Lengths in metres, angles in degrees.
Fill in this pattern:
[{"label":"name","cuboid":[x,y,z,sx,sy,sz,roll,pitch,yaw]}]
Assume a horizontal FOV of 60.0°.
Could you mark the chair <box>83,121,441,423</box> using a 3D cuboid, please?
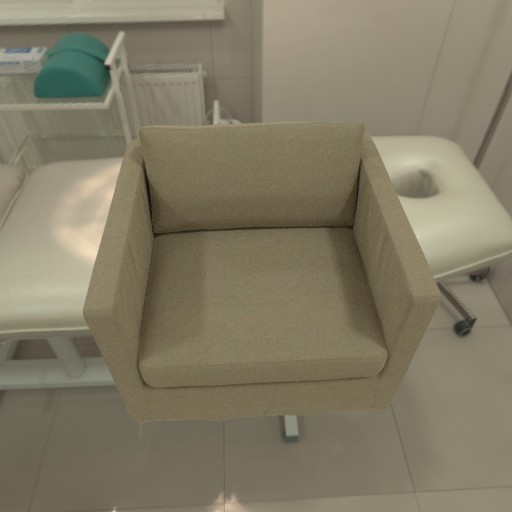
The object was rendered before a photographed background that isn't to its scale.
[{"label":"chair","cuboid":[0.000,0.000,1.752,1.057,0.863,0.949,-2,46,-2]}]
